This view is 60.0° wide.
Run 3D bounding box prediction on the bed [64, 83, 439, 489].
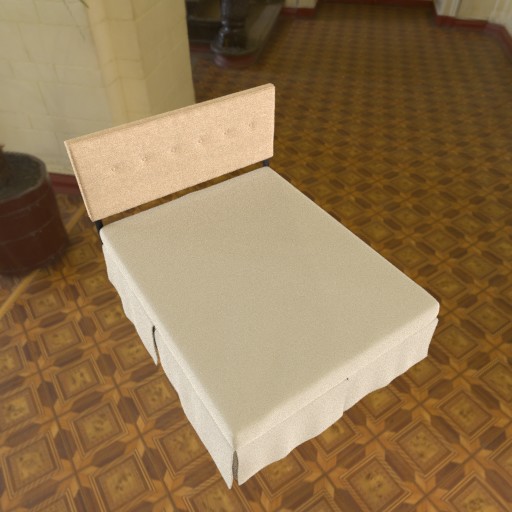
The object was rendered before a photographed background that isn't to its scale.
[{"bbox_3d":[0.000,0.000,2.928,1.643,1.270,1.978,-25,49,-24],"label":"bed"}]
